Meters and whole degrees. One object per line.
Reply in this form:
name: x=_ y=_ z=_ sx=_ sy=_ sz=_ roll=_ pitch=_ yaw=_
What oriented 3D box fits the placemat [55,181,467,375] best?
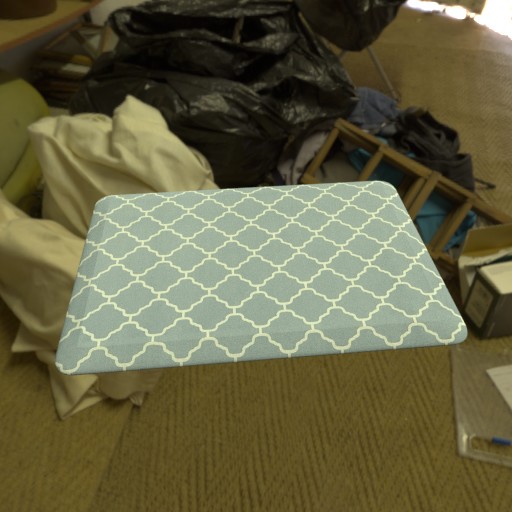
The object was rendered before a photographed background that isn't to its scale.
placemat: x=0.000 y=0.000 z=0.964 sx=0.762 sy=0.021 sz=0.508 roll=-4 pitch=45 yaw=-4
